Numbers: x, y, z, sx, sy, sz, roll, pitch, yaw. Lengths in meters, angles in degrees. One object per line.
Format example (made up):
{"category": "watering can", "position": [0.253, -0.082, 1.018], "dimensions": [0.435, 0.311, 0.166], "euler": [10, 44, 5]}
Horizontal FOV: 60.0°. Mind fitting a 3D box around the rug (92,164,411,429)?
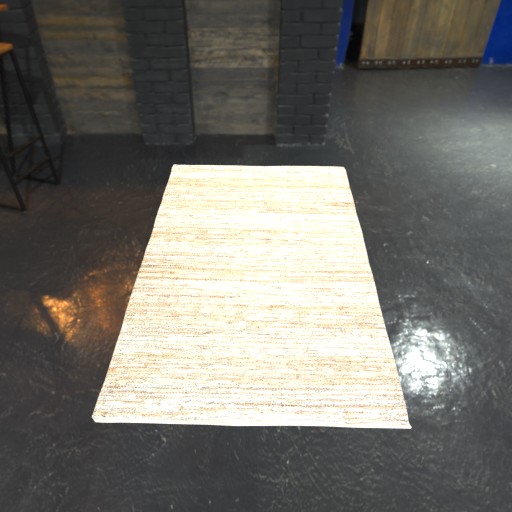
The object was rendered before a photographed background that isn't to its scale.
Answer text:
{"category": "rug", "position": [0.000, 0.000, 3.020], "dimensions": [1.529, 0.009, 2.446], "euler": [1, 41, 1]}
